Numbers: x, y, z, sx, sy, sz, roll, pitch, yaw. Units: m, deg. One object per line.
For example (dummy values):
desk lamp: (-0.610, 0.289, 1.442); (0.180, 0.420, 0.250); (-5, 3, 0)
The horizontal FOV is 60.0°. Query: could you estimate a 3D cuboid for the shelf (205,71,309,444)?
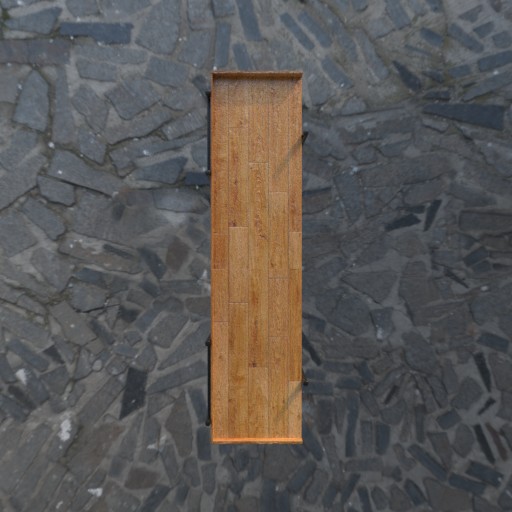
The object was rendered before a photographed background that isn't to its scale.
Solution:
shelf: (0.000, 0.000, 2.528); (0.379, 1.826, 1.371); (0, 91, 0)
